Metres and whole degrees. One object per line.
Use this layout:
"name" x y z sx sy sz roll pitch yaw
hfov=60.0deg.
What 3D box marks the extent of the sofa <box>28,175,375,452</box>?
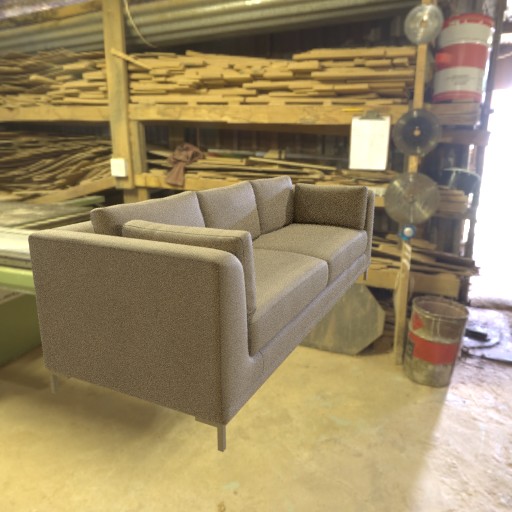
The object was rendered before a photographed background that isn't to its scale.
"sofa" 0.000 0.000 2.786 0.969 0.867 2.415 7 16 25
